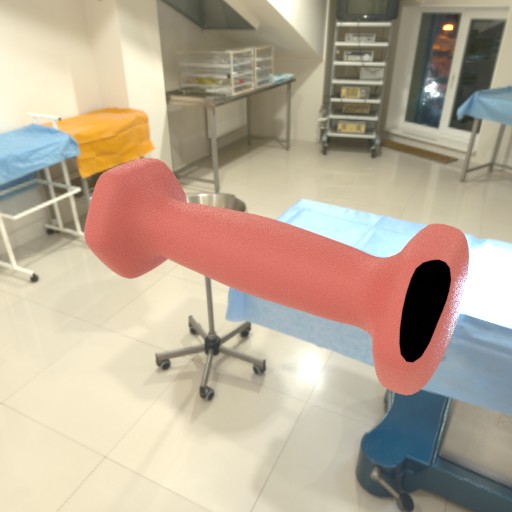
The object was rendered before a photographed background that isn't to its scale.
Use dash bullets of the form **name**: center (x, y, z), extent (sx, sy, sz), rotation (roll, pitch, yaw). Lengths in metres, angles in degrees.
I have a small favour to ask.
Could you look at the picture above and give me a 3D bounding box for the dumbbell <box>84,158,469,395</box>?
- **dumbbell**: center (0.000, 0.000, 0.144), extent (0.123, 0.043, 0.047), rotation (18, 34, 29)
